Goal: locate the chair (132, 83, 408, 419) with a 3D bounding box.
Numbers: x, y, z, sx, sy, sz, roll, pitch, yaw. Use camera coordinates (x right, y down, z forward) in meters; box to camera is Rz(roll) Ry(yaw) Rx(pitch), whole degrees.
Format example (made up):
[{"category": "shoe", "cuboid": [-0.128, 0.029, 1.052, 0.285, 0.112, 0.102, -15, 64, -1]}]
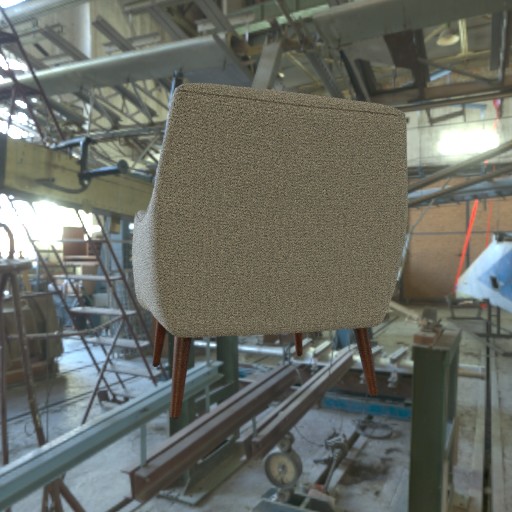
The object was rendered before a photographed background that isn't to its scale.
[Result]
[{"category": "chair", "cuboid": [0.000, 0.000, 1.459, 0.762, 0.838, 0.787, 0, 0, -18]}]
